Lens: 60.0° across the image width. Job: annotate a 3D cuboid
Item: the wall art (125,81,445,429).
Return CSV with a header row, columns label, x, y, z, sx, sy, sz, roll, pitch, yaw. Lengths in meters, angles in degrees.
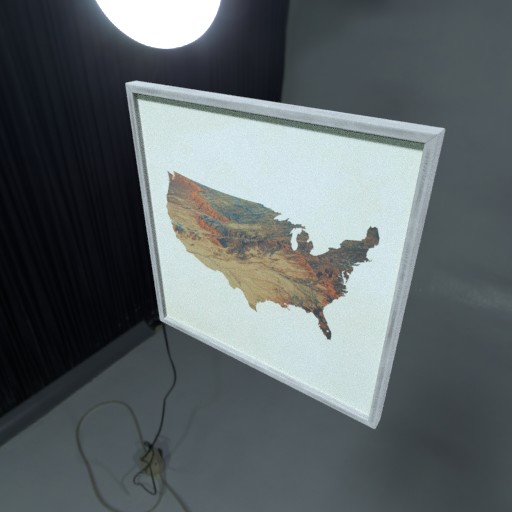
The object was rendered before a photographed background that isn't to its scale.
label,x,y,z,sx,sy,sz,roll,pitch,yaw
wall art,0.000,0.000,0.449,0.303,0.303,0.015,20,37,29
